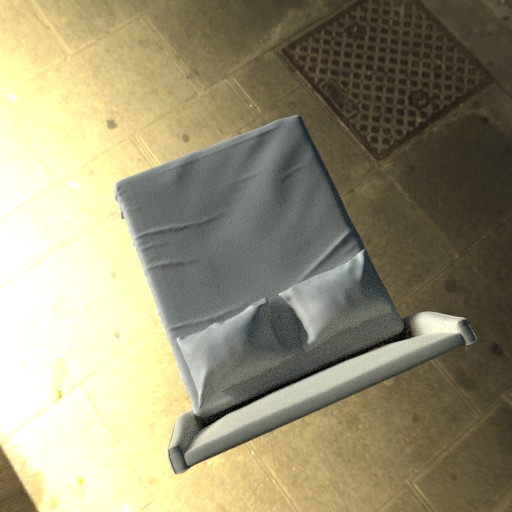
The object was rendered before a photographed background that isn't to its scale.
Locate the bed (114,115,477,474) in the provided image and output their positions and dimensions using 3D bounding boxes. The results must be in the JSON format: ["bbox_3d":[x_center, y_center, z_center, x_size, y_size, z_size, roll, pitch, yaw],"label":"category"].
[{"bbox_3d":[0.000,0.000,3.387,1.925,1.332,2.276,-22,77,-5],"label":"bed"}]
